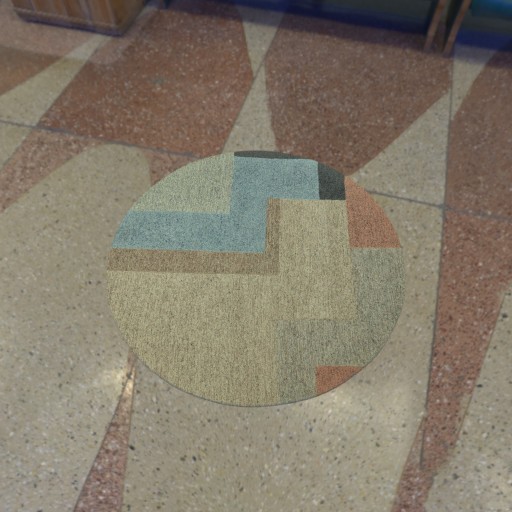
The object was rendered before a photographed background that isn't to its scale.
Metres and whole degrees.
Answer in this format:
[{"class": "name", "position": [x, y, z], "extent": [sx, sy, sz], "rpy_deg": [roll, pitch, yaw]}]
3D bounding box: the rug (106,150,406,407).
[{"class": "rug", "position": [0.000, 0.000, 3.689], "extent": [2.461, 0.033, 2.461], "rpy_deg": [0, 57, 0]}]
